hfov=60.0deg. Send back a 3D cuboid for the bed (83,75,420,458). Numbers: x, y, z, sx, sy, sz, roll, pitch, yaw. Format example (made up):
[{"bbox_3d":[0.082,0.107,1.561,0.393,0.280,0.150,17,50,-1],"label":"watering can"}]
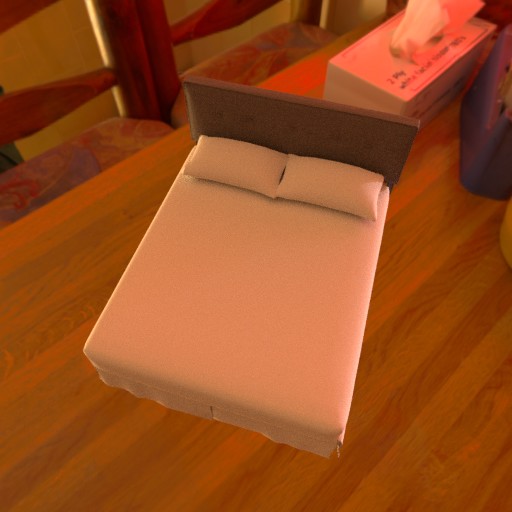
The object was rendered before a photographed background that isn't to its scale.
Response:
[{"bbox_3d":[0.000,0.000,2.841,1.610,1.089,1.894,14,58,9],"label":"bed"}]
